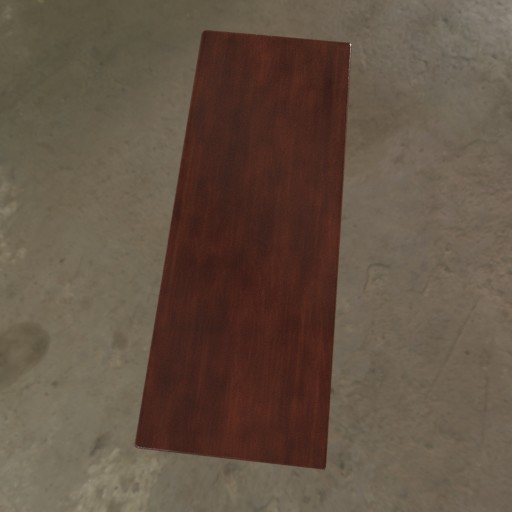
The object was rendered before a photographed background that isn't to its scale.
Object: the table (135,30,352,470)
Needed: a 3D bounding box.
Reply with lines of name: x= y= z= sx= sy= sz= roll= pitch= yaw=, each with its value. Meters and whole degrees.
table: x=0.000 y=0.000 z=1.534 sx=0.459 sy=0.740 sz=1.184 roll=6 pitch=75 yaw=2
